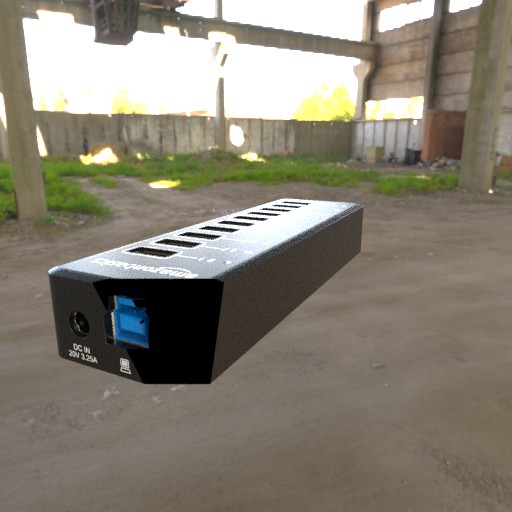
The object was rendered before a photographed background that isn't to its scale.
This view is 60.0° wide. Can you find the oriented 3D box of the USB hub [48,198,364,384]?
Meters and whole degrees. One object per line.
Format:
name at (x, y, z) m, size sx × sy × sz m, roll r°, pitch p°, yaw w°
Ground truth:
USB hub at (0.000, 0.000, 0.163) m, size 0.044 × 0.023 × 0.145 m, roll 8°, pitch 17°, yaw 26°
